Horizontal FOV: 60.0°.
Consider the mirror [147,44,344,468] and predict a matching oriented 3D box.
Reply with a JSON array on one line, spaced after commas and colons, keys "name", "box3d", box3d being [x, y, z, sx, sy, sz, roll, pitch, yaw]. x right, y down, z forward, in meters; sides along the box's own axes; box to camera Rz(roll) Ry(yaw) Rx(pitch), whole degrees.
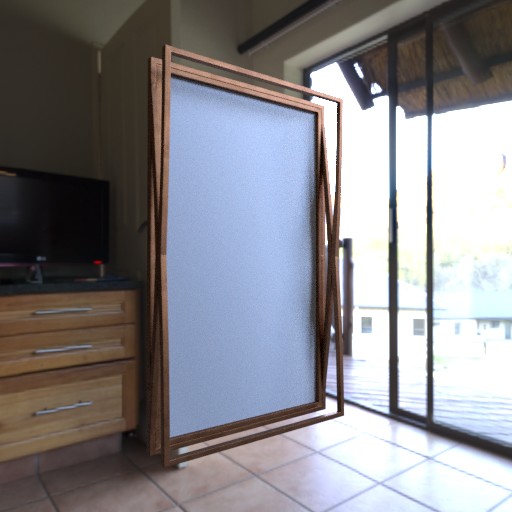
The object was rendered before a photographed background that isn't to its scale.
[{"name": "mirror", "box3d": [0.000, 0.000, 0.968, 0.468, 0.768, 0.082, 1, -1, -36]}]
